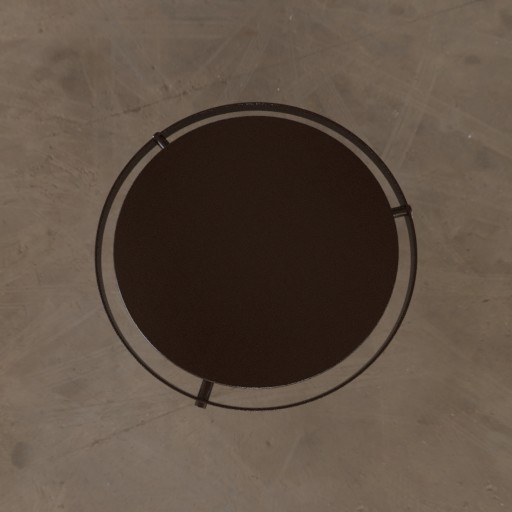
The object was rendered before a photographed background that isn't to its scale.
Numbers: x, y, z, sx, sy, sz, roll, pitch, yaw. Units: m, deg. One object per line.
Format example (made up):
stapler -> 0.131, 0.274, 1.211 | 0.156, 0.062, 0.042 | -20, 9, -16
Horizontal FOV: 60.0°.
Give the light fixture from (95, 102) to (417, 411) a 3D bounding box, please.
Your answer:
light fixture -> 0.000, 0.000, 0.555 | 0.361, 0.130, 0.361 | 0, 74, 0
